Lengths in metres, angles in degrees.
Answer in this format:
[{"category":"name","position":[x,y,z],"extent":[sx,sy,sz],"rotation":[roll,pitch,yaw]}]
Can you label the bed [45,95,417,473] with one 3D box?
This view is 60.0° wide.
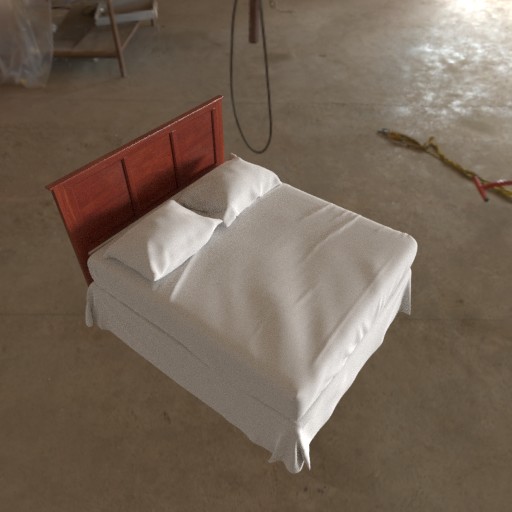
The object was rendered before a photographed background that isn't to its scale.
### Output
[{"category":"bed","position":[0.000,0.000,3.201],"extent":[2.050,1.270,1.870],"rotation":[28,50,26]}]
